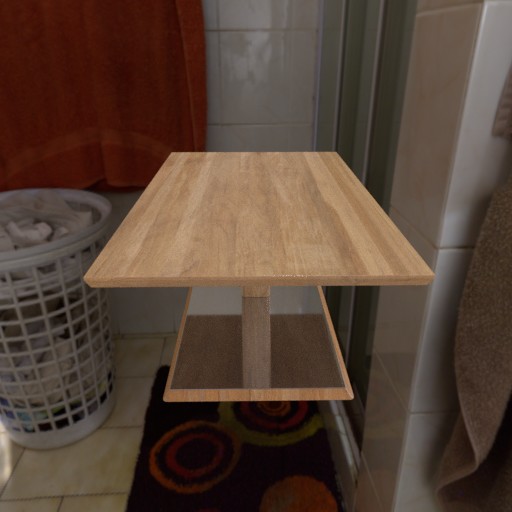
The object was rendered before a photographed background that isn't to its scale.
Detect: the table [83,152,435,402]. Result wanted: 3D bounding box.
[{"bbox_3d":[0.000,0.000,1.460,0.692,0.441,1.100,0,26,-1],"label":"table"}]
